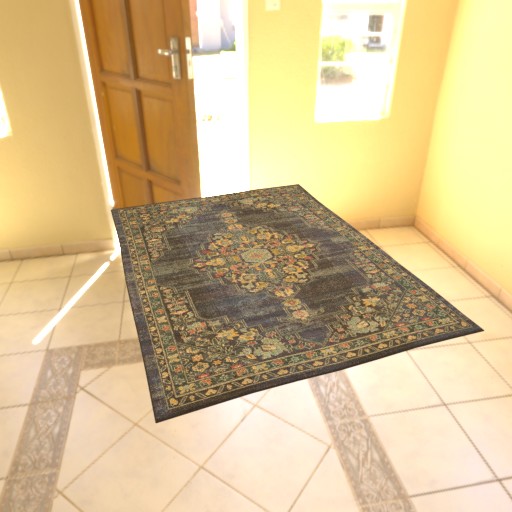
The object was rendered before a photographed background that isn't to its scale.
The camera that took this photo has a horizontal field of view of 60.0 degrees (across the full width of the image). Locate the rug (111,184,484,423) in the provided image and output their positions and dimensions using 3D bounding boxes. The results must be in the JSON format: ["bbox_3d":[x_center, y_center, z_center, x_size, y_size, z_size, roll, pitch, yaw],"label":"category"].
[{"bbox_3d":[0.000,0.000,4.728,2.716,0.035,3.612,-10,31,-17],"label":"rug"}]
